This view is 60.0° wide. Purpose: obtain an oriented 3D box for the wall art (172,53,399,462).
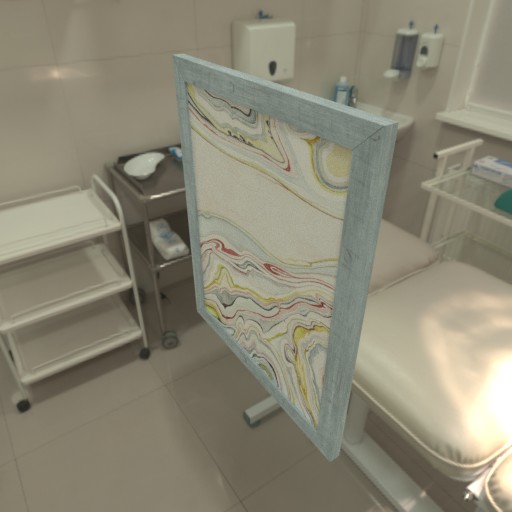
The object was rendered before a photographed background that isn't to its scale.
[{"bbox_3d":[0.000,0.000,0.770,0.022,0.582,0.479,-21,39,-28],"label":"wall art"}]
